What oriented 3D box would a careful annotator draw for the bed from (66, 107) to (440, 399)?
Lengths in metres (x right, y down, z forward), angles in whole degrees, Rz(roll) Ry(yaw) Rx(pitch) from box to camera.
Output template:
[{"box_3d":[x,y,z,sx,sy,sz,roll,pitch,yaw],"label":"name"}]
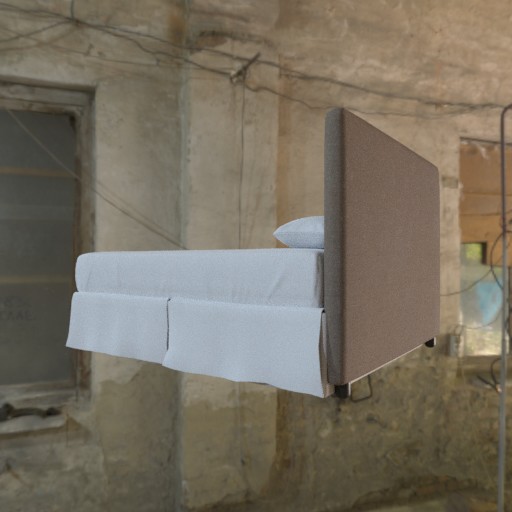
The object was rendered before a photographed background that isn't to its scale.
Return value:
[{"box_3d":[0.000,0.000,3.200,2.142,1.330,1.723,0,-1,36],"label":"bed"}]
